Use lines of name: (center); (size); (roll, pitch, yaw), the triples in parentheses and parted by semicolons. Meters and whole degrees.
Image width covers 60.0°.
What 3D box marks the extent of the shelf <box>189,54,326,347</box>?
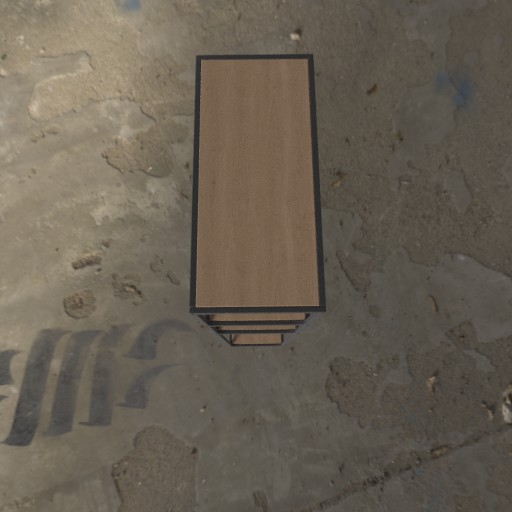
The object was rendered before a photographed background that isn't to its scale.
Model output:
shelf: (0.000, 0.000, 2.120); (0.350, 1.850, 0.770); (-1, 76, 0)
